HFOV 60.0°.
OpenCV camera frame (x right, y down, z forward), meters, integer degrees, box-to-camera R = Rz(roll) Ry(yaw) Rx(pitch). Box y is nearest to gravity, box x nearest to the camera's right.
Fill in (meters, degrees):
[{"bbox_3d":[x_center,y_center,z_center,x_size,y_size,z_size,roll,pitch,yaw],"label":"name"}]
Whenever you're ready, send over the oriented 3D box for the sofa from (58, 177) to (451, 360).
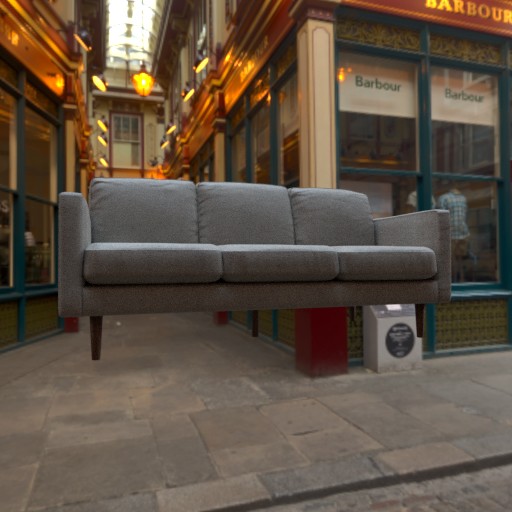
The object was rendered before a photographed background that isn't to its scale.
[{"bbox_3d":[0.000,0.000,2.505,1.983,0.918,0.944,0,-1,-19],"label":"sofa"}]
